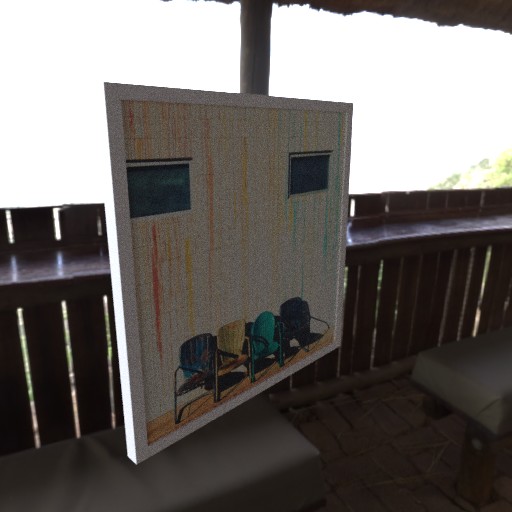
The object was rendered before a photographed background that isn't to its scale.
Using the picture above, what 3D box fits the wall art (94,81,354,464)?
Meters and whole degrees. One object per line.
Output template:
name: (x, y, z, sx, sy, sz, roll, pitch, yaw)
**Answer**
wall art: (0.000, 0.000, 1.111, 0.036, 0.760, 0.760, 15, 21, 42)
